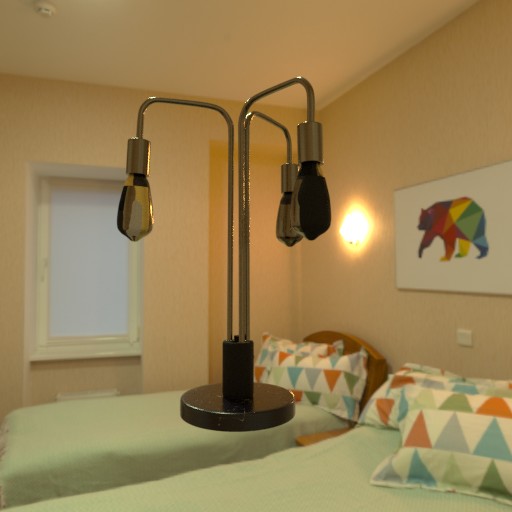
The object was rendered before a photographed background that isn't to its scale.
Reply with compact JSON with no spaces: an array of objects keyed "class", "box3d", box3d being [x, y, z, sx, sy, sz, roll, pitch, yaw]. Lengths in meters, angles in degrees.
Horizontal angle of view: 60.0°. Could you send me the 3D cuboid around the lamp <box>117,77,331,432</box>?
[{"class":"lamp","box3d":[0.000,0.000,0.805,0.355,0.560,0.368,-1,-2,36]}]
